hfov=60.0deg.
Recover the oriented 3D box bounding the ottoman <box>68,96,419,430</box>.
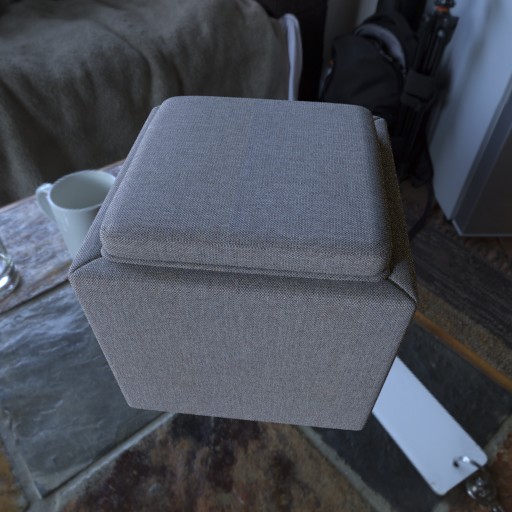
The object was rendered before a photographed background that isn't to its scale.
[{"bbox_3d":[0.000,0.000,0.823,0.450,0.460,0.450,4,47,4],"label":"ottoman"}]
